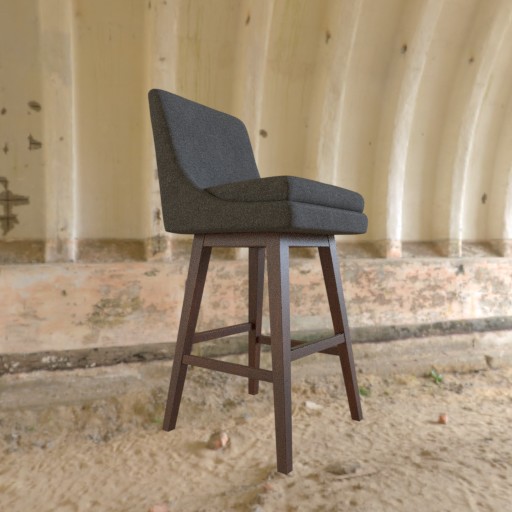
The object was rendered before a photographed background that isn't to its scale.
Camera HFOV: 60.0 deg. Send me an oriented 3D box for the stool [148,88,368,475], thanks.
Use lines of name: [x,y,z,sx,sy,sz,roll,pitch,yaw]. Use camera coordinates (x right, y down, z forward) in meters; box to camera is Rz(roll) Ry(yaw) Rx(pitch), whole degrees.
stool: [0.000,0.000,1.419,0.572,1.068,0.489,0,1,37]
